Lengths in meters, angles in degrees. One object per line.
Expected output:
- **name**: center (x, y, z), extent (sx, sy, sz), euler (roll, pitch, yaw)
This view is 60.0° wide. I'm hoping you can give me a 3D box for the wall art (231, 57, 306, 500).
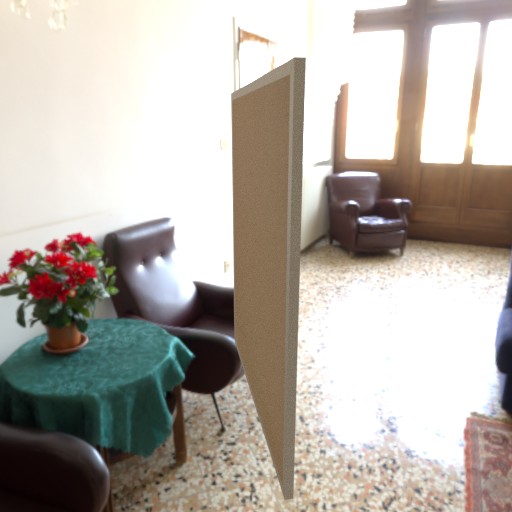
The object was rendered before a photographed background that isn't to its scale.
- **wall art**: center (0.000, 0.000, 0.756), extent (0.012, 0.557, 0.482), euler (-3, 16, -10)
